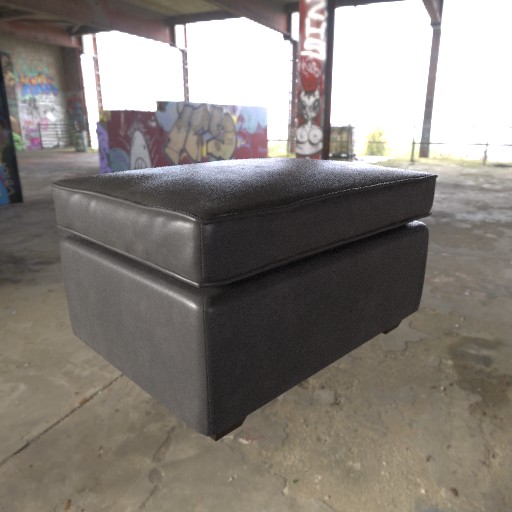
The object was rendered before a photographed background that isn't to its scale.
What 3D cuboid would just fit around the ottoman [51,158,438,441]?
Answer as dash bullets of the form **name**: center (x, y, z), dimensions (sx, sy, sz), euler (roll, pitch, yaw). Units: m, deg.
- **ottoman**: center (0.000, 0.000, 1.083), dimensions (0.756, 0.445, 0.554), euler (-16, 24, -42)
